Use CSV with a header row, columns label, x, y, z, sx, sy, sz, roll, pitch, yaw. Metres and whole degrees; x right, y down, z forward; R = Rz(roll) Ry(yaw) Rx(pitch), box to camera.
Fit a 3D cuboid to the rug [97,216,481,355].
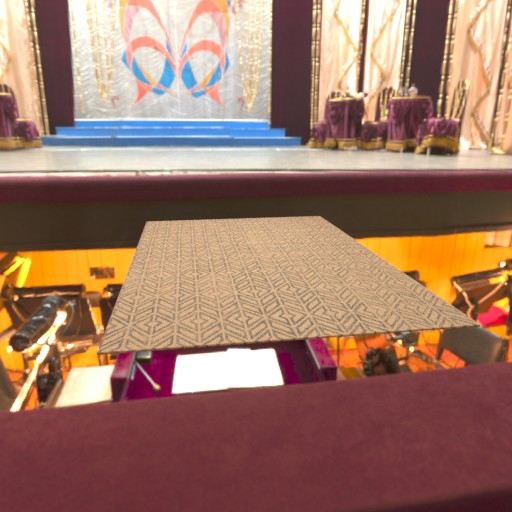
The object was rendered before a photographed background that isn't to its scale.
label,x,y,z,sx,sy,sz,roll,pitch,yaw
rug,0.000,0.000,2.240,1.220,0.008,1.824,-3,17,-9
